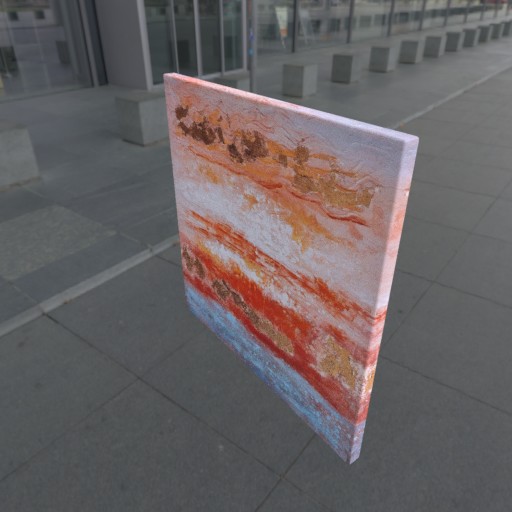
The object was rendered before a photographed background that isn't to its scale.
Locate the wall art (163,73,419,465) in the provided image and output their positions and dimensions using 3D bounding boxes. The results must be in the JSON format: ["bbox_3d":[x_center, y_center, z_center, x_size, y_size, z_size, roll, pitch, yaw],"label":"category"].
[{"bbox_3d":[0.000,0.000,1.083,0.035,0.747,0.747,-21,37,-31],"label":"wall art"}]
